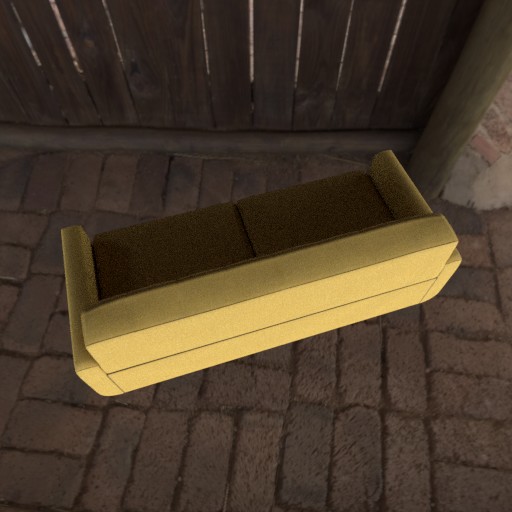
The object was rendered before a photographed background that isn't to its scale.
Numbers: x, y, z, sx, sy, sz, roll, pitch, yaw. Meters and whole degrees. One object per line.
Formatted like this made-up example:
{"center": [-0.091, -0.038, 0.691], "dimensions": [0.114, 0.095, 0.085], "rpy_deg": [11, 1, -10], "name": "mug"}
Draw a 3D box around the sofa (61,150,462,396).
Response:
{"center": [0.000, 0.000, 2.548], "dimensions": [2.029, 0.841, 0.909], "rpy_deg": [-15, 60, -9], "name": "sofa"}
